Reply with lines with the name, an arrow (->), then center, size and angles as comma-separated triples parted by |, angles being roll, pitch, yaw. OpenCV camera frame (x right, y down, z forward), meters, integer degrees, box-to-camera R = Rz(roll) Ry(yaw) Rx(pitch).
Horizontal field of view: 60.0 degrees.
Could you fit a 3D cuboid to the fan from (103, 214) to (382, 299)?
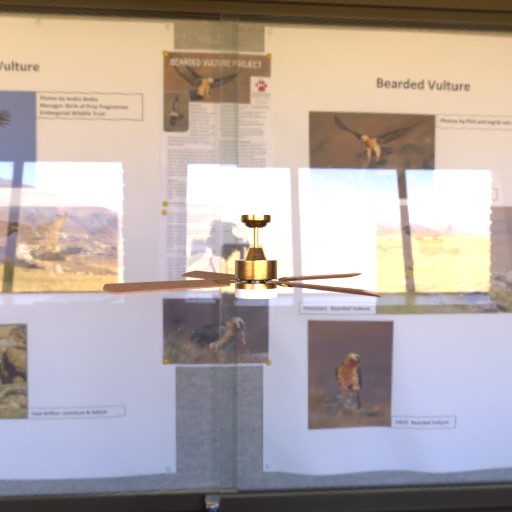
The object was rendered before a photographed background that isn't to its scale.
fan -> 0.000, 0.000, 1.938 | 1.320, 0.355, 1.320 | -1, 2, -36
